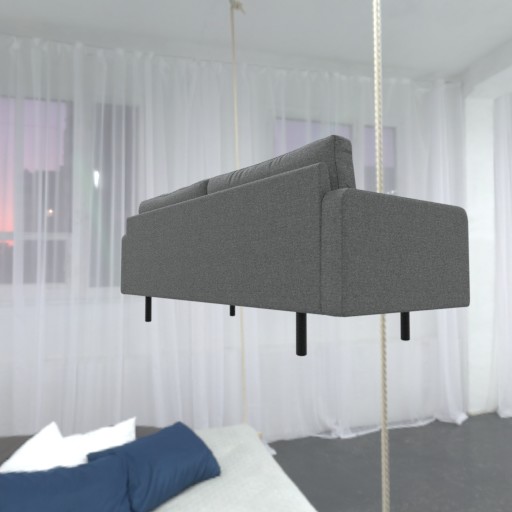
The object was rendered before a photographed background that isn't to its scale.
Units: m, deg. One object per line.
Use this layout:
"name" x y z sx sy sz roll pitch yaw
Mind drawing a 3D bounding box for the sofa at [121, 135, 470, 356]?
"sofa" 0.000 0.000 2.659 0.880 0.880 2.200 2 -3 -36
